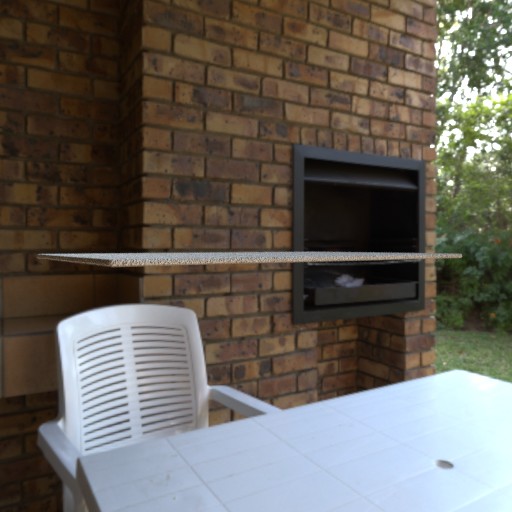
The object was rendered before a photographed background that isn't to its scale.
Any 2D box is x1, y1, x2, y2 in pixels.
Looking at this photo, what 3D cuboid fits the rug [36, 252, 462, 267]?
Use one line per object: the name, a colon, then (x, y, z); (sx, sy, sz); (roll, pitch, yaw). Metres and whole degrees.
rug: (0.000, 0.000, 2.976); (2.438, 0.030, 1.524); (-1, 1, -36)
